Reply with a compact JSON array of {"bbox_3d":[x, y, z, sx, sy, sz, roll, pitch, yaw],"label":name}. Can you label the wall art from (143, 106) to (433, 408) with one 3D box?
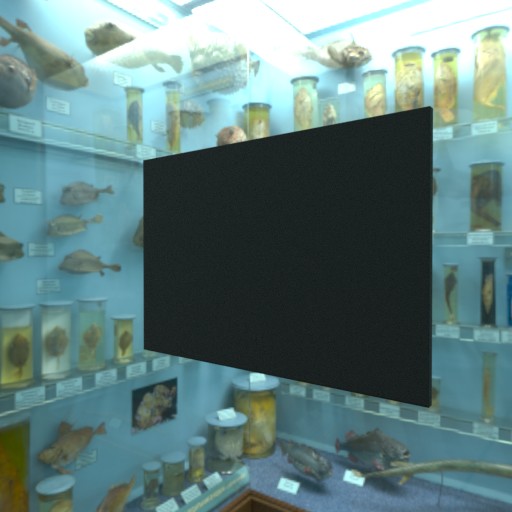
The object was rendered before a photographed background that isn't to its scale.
[{"bbox_3d":[0.000,0.000,1.259,0.958,0.656,0.026,0,1,37],"label":"wall art"}]
